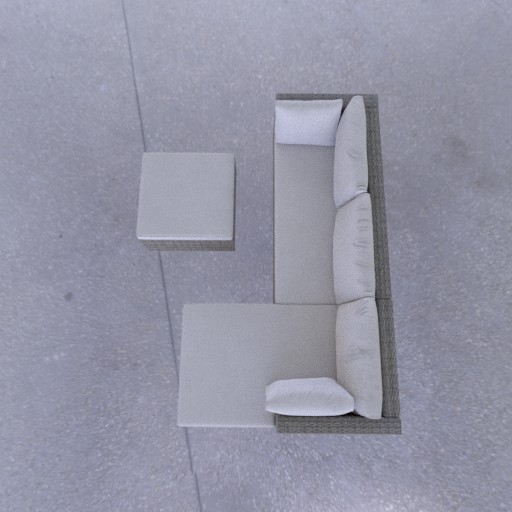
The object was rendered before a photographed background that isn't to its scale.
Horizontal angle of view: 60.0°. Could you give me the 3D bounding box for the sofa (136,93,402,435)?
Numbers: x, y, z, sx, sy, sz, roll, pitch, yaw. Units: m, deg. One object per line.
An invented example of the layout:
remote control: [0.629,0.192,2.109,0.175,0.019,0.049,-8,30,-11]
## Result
sofa: [0.000,0.000,3.004,1.662,0.766,2.192,0,75,0]
